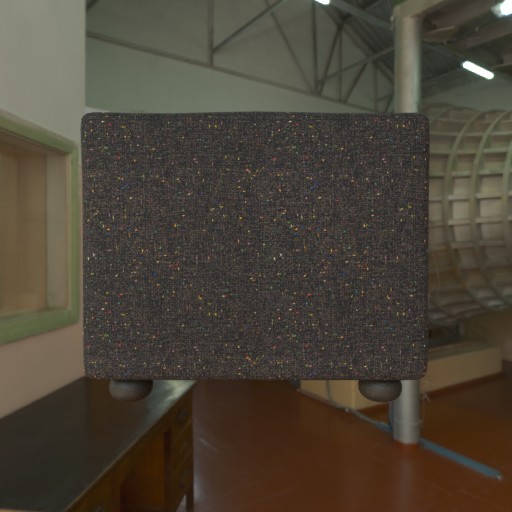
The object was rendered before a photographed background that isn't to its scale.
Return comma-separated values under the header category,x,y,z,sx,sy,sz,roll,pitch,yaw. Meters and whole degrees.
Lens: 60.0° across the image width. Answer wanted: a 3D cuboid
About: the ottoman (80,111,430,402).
category,x,y,z,sx,sy,sz,roll,pitch,yaw
ottoman,0.000,0.000,0.867,0.508,0.432,0.508,0,1,0
